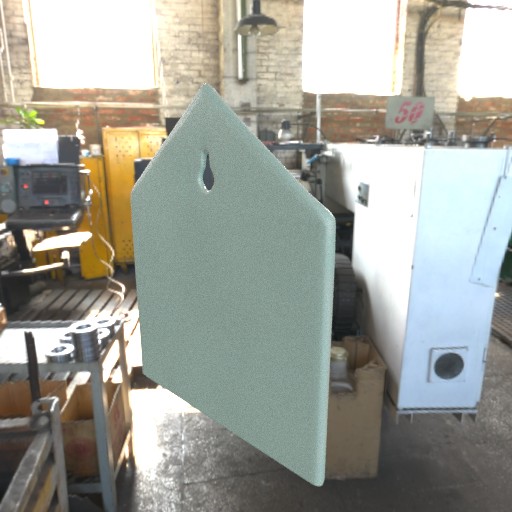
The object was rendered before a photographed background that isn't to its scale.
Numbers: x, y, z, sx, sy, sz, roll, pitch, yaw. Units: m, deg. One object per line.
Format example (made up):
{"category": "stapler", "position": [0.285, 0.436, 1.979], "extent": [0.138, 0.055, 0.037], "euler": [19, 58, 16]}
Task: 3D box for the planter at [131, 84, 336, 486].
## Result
{"category": "planter", "position": [0.000, 0.000, 0.279], "extent": [0.164, 0.197, 0.079], "euler": [14, 20, 42]}
